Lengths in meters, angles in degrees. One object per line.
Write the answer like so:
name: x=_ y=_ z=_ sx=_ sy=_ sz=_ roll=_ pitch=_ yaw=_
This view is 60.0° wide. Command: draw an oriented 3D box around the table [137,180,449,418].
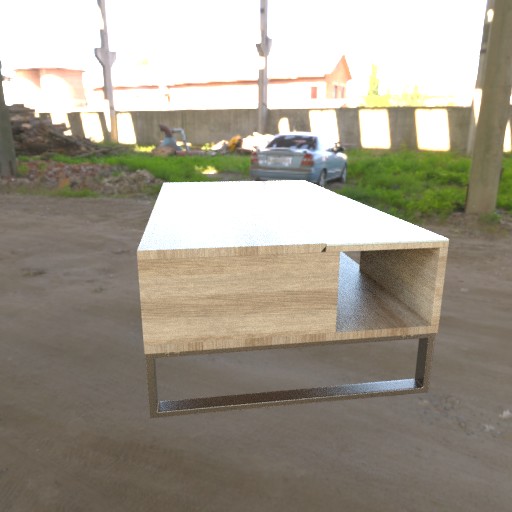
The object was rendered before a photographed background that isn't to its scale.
table: x=0.000 y=0.000 z=1.400 sx=0.600 sy=0.350 sz=1.100 roll=-2 pitch=16 yaw=-9
